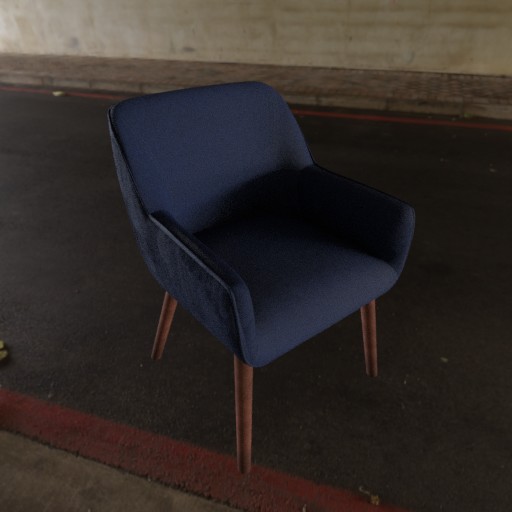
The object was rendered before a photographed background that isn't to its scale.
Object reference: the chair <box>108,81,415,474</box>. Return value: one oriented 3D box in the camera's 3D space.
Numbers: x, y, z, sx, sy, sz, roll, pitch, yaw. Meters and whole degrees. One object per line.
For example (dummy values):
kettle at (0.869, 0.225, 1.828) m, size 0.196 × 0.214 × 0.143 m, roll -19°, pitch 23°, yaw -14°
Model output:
chair at (0.000, 0.000, 1.240) m, size 0.600 × 0.820 × 0.600 m, roll -23°, pitch 38°, yaw -33°
